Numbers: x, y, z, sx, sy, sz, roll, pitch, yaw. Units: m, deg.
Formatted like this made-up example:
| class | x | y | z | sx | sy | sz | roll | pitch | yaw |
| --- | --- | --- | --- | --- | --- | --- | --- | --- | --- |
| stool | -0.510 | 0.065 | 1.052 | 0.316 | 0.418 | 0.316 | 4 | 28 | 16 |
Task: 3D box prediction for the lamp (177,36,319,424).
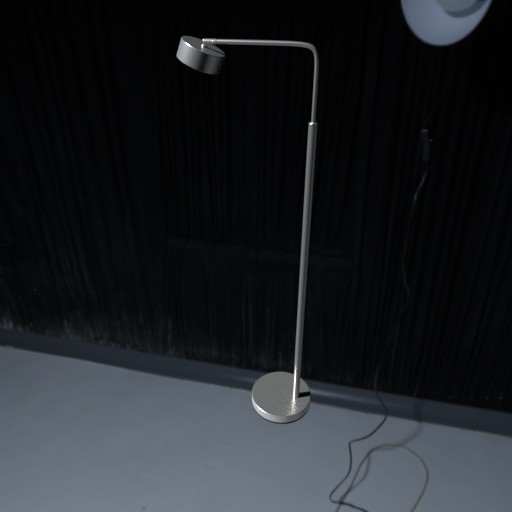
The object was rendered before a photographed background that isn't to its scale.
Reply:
| class | x | y | z | sx | sy | sz | roll | pitch | yaw |
| --- | --- | --- | --- | --- | --- | --- | --- | --- | --- |
| lamp | 0.000 | 0.000 | 1.411 | 0.421 | 1.250 | 0.222 | 8 | 31 | 13 |
